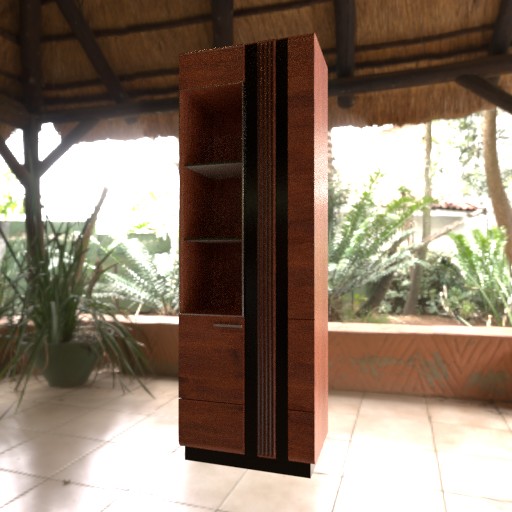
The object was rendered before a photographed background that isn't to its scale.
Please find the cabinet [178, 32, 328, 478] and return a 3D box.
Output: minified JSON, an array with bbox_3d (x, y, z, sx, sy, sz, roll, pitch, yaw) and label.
[{"bbox_3d":[0.000,0.000,2.227,0.660,1.980,0.420,0,-1,17],"label":"cabinet"}]
